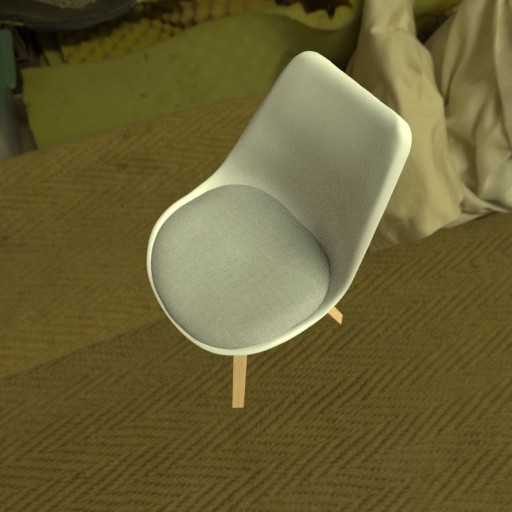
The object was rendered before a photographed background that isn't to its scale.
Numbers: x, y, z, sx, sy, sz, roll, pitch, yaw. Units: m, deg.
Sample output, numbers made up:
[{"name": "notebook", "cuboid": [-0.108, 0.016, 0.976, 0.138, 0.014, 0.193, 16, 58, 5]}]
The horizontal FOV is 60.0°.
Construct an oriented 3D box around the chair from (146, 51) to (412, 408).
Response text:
[{"name": "chair", "cuboid": [0.000, 0.000, 1.168, 0.550, 0.850, 0.485, -36, 69, -16]}]
